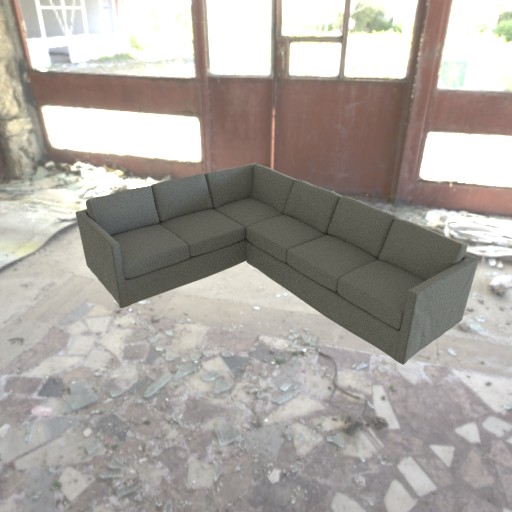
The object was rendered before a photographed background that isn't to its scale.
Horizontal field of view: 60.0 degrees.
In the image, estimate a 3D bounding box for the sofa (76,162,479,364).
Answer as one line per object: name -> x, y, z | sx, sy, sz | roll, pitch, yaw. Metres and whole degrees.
sofa -> 0.000, 0.000, 4.373 | 2.432, 0.871, 3.182 | -20, 35, -33
